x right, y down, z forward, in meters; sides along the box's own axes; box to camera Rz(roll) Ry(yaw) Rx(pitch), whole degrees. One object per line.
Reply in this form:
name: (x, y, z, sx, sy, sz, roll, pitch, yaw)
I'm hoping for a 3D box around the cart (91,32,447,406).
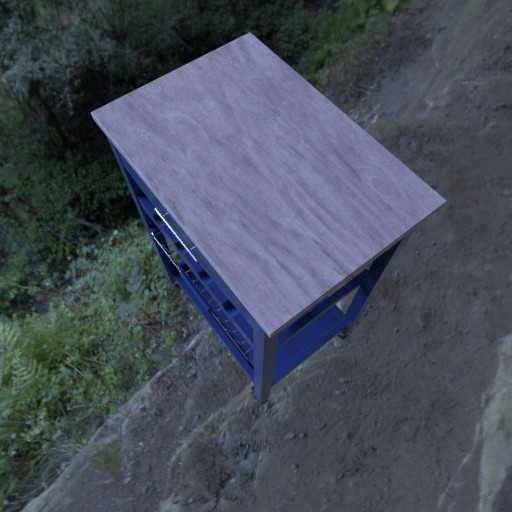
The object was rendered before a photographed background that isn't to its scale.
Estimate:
cart: (0.000, 0.000, 1.203, 0.403, 0.839, 0.584, -34, 68, -16)
